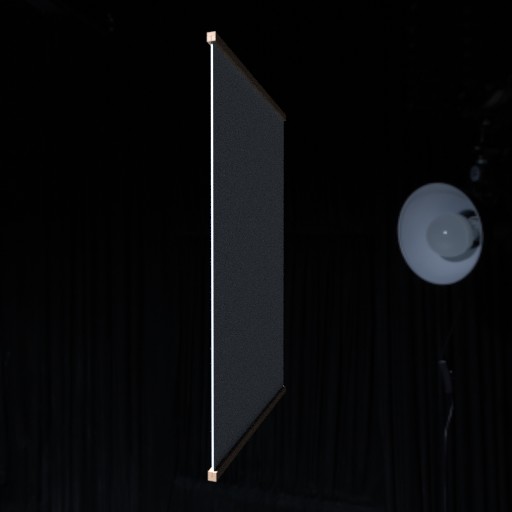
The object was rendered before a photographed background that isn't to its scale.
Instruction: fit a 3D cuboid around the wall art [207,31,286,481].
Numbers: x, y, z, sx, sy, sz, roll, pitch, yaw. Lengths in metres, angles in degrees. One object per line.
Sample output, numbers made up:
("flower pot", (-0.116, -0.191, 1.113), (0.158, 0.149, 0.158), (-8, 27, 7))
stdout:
("wall art", (0.000, 0.000, 1.973), (0.030, 1.519, 0.990), (0, 1, 18))
